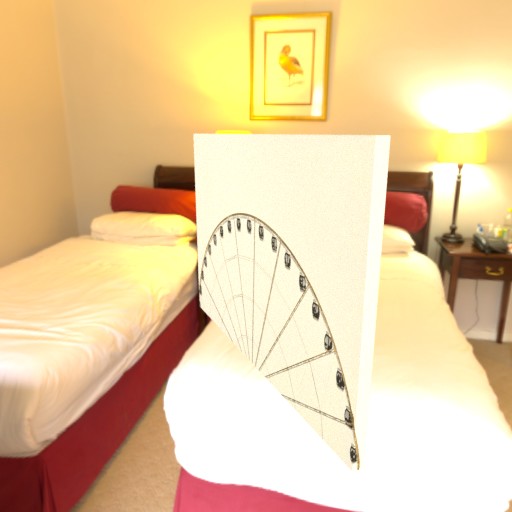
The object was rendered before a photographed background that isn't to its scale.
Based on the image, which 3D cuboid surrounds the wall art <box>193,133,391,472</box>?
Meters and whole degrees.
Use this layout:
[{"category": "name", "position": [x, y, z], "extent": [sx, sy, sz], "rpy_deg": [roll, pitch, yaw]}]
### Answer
[{"category": "wall art", "position": [0.000, 0.000, 1.446], "extent": [0.038, 0.767, 1.144], "rpy_deg": [-7, 17, -24]}]
